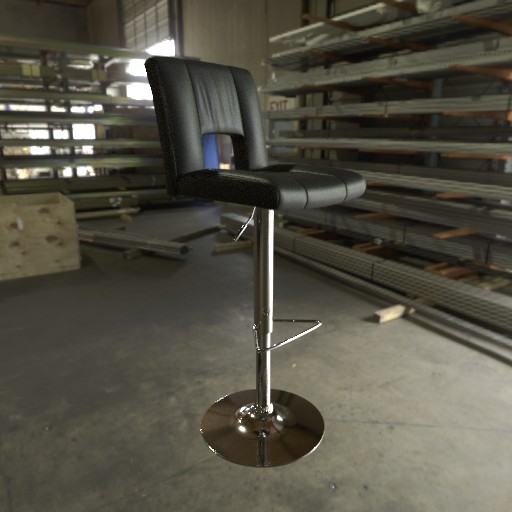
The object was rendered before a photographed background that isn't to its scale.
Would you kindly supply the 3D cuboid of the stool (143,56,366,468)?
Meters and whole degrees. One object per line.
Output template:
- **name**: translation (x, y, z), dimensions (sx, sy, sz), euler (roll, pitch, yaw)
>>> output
- **stool**: translation (0.000, 0.000, 1.358), dimensions (0.520, 1.151, 0.415), euler (14, 21, 42)
